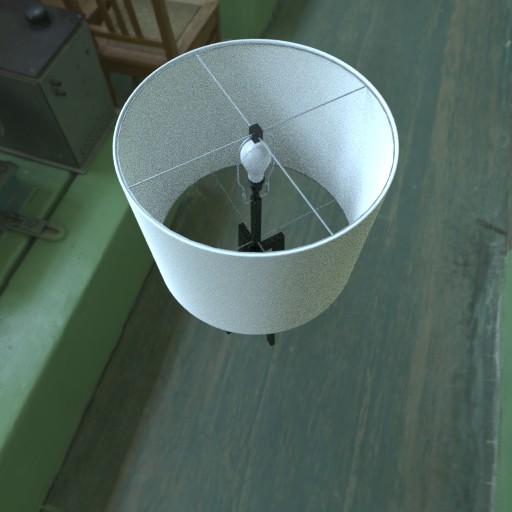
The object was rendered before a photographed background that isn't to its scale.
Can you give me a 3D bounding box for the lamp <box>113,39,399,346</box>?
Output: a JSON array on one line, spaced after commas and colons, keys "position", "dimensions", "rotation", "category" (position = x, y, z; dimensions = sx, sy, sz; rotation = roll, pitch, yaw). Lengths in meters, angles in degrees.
[{"position": [0.000, 0.000, 0.615], "dimensions": [0.257, 0.489, 0.257], "rotation": [14, 63, 7], "category": "lamp"}]
